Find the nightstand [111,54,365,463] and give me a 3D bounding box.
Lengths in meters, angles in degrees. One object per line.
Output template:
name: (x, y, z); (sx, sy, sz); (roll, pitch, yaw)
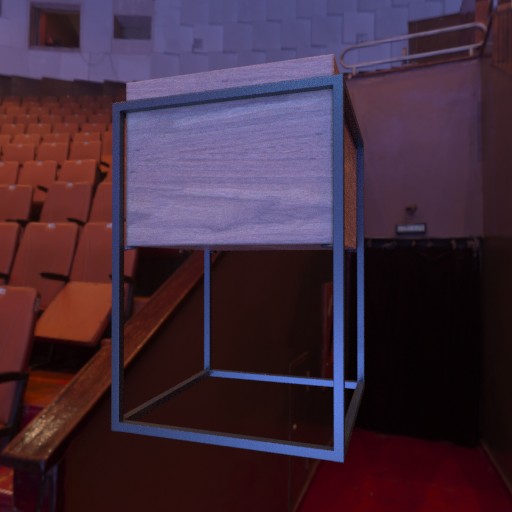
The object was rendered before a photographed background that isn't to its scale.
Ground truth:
nightstand: (0.000, 0.000, 0.895); (0.397, 0.607, 0.397); (0, -1, 18)
